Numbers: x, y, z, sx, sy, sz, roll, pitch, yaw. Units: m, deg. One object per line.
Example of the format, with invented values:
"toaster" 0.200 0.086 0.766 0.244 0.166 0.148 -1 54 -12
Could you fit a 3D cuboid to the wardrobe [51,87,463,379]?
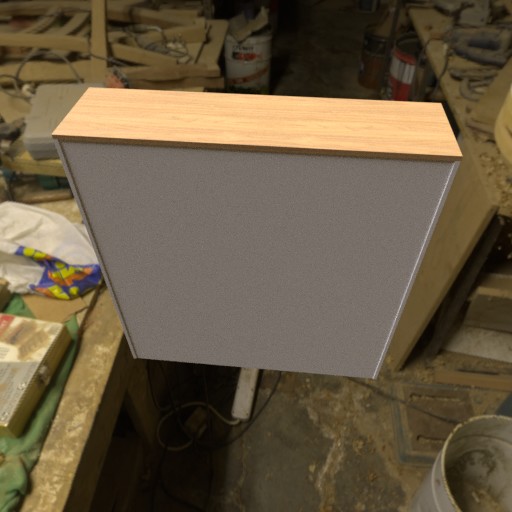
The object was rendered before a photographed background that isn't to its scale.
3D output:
"wardrobe" 0.000 0.000 3.329 2.160 2.260 0.590 4 46 4
